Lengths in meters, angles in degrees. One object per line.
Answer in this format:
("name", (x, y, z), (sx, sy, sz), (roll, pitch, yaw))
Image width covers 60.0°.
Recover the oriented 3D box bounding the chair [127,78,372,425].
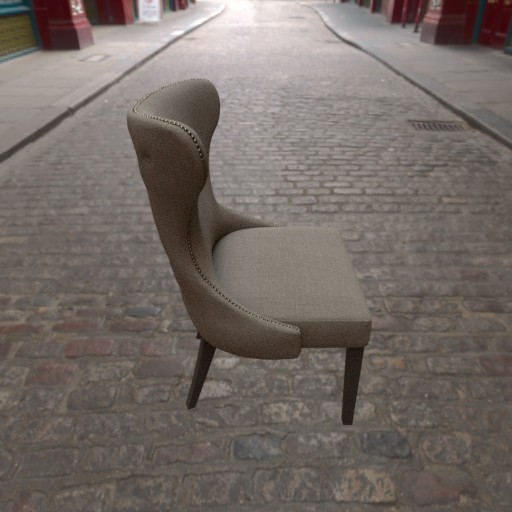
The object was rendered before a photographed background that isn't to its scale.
("chair", (0.000, 0.000, 1.387), (0.635, 0.967, 0.628), (0, 31, -1))
